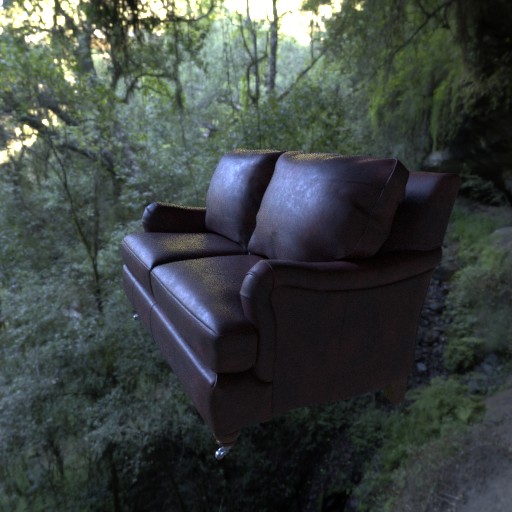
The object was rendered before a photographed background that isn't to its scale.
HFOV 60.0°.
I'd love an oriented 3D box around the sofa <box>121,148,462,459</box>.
[{"bbox_3d":[0.000,0.000,2.317,1.148,1.070,1.628,-8,17,-26],"label":"sofa"}]
